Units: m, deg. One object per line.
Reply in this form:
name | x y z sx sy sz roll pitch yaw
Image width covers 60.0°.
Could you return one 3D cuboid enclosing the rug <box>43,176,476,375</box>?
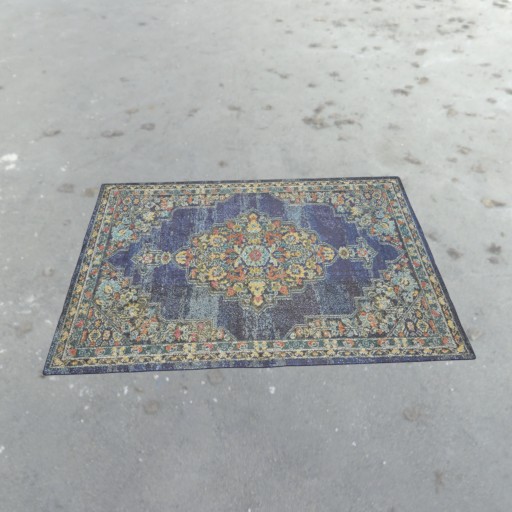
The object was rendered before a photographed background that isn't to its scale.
rug | 0.000 0.000 3.677 2.940 0.011 2.053 -2 47 -2
